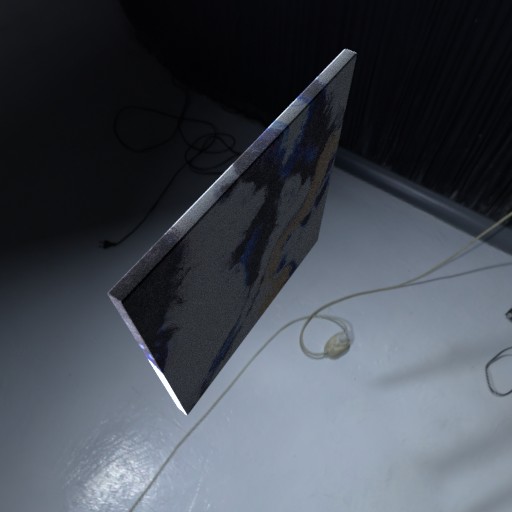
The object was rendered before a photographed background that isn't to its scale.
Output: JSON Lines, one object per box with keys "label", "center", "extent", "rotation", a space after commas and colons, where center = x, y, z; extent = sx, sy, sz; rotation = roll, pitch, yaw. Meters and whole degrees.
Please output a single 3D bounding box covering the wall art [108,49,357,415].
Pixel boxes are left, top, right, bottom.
{"label": "wall art", "center": [0.000, 0.000, 1.355], "extent": [0.038, 0.885, 0.887], "rotation": [30, 63, 18]}
